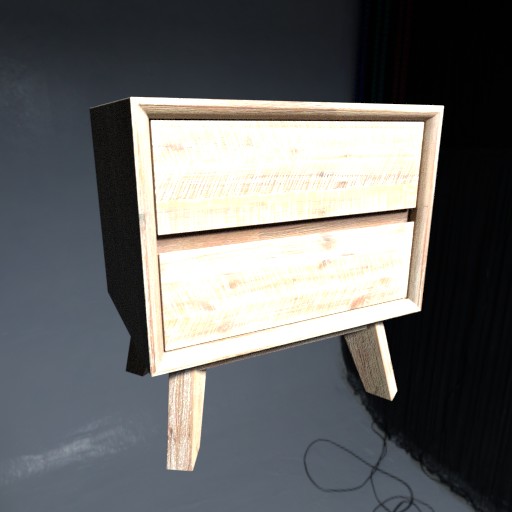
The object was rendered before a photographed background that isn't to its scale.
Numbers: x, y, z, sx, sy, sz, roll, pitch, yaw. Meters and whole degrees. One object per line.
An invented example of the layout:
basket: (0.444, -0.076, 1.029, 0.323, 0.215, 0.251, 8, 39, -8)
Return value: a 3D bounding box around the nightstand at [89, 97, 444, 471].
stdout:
nightstand: (0.000, 0.000, 0.924, 0.552, 0.589, 0.396, -8, 18, -26)
